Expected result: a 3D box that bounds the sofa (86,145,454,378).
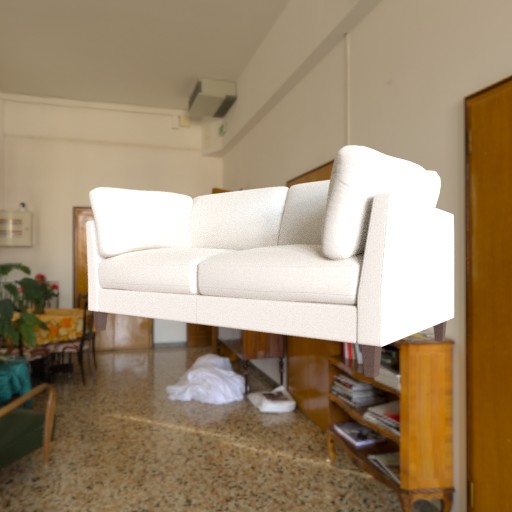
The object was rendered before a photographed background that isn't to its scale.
[{"bbox_3d":[0.000,0.000,2.327,1.776,0.836,0.970,0,-1,38],"label":"sofa"}]
